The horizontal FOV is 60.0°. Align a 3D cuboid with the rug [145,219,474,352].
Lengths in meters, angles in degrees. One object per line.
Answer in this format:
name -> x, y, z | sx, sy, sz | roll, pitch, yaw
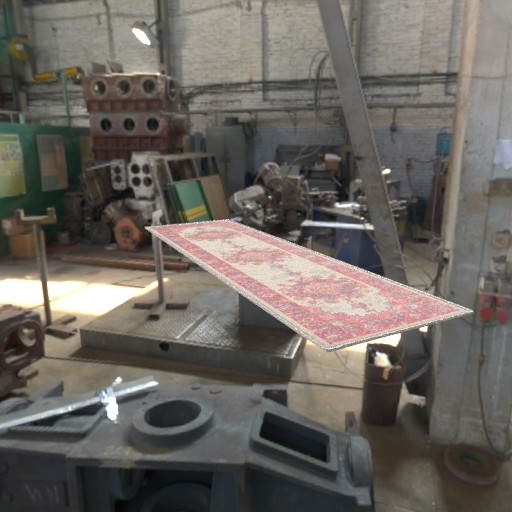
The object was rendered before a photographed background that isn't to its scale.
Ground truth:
rug -> 0.000, 0.000, 2.009 | 0.562, 0.009, 1.824 | -8, 17, -27
